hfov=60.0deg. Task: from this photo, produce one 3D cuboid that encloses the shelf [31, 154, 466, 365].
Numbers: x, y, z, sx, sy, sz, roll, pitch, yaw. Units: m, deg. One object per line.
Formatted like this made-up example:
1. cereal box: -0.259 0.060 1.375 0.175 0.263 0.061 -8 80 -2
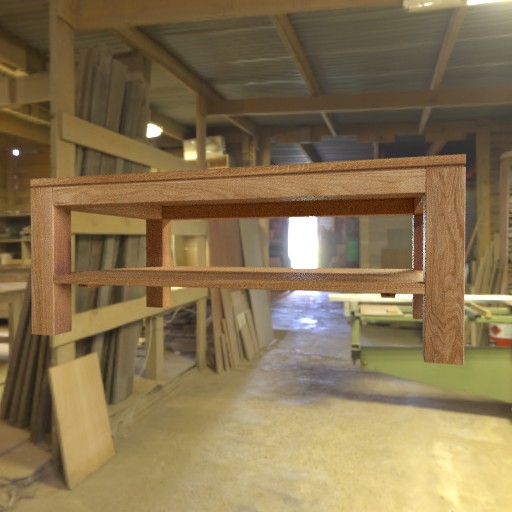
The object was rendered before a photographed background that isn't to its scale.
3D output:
1. shelf: 0.000 0.000 1.449 1.150 0.450 0.700 0 1 17
